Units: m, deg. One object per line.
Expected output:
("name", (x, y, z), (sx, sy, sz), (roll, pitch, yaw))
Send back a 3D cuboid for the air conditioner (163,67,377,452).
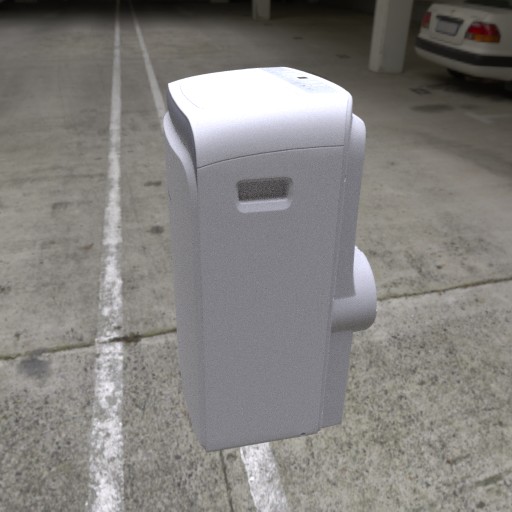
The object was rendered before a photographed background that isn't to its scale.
("air conditioner", (0.000, 0.000, 0.936), (0.365, 0.700, 0.454), (-7, 31, -13))
